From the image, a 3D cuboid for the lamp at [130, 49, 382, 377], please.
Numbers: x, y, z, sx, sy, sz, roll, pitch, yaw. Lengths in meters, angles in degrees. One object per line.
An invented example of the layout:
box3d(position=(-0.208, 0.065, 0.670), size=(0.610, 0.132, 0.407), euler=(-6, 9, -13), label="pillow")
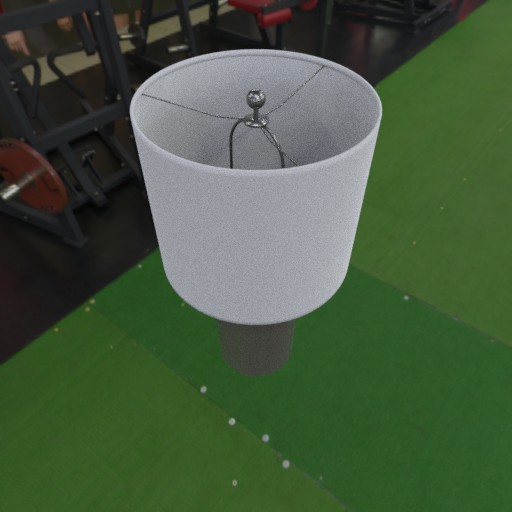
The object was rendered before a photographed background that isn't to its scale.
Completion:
box3d(position=(0.000, 0.000, 0.499), size=(0.203, 0.389, 0.203), euler=(32, 54, 27), label="lamp")
